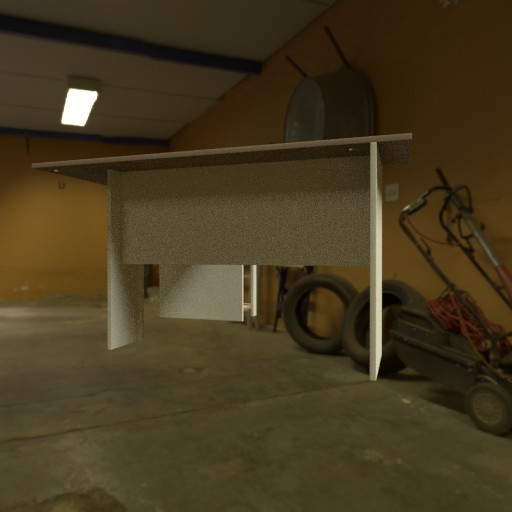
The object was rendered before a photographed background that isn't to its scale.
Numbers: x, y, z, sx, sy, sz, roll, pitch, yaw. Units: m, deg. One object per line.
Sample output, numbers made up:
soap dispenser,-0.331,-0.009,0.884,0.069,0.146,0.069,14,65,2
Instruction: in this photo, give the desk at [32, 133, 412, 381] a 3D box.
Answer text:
desk,0.000,0.000,2.090,1.361,0.716,1.303,0,0,18
